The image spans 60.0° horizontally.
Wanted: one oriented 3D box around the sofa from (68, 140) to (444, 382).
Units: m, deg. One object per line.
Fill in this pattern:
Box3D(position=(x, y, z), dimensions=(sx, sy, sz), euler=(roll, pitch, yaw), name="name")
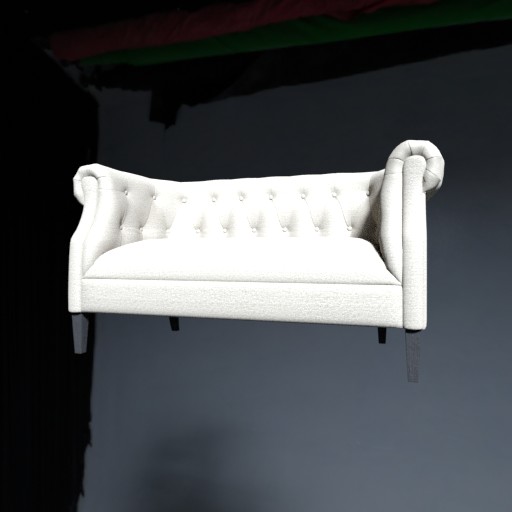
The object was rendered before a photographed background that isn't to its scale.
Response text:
Box3D(position=(0.000, 0.000, 2.031), dimensions=(1.558, 0.827, 0.835), euler=(0, 0, 18), name="sofa")
